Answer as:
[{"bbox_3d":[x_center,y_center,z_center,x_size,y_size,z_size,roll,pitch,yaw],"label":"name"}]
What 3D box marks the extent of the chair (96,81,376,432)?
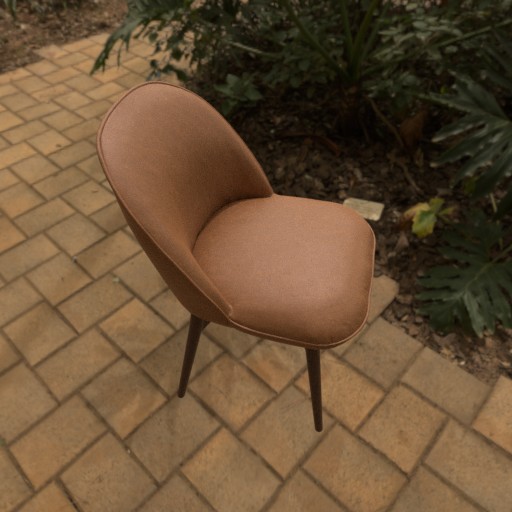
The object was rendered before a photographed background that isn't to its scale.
[{"bbox_3d":[0.000,0.000,1.213,0.631,0.831,0.521,10,47,10],"label":"chair"}]
